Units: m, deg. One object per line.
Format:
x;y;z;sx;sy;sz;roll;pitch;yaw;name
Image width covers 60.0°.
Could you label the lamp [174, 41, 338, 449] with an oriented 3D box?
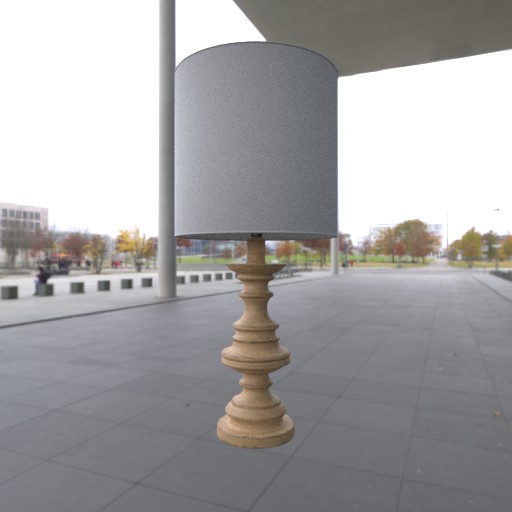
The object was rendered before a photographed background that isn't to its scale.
0.000;0.000;0.573;0.208;0.455;0.208;0;0;38;lamp
